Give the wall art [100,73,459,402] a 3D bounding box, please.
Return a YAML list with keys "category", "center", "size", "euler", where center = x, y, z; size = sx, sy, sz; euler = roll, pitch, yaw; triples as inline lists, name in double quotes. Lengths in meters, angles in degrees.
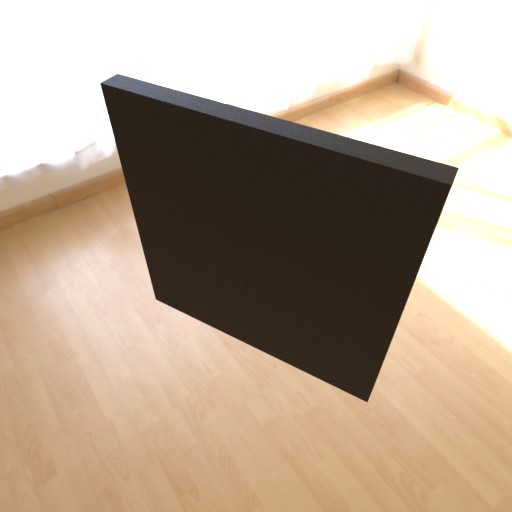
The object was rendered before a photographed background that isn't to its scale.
- category: "wall art"
  center: [0.000, 0.000, 0.758]
  size: [0.507, 0.507, 0.038]
  euler: [22, 50, 20]
